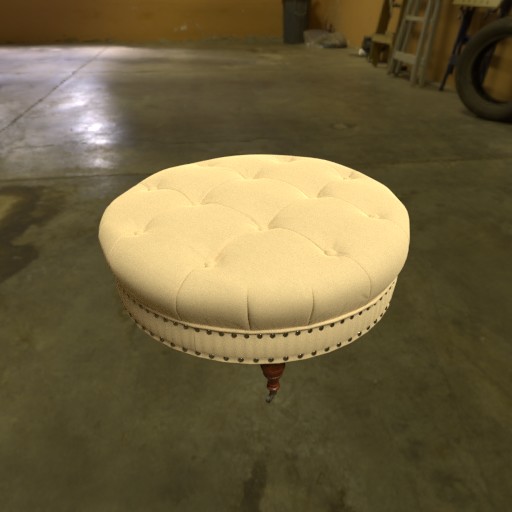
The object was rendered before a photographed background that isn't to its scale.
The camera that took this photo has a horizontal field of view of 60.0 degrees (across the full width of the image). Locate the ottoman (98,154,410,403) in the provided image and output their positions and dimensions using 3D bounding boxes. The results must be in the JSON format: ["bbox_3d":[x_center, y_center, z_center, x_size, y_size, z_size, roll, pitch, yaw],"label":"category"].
[{"bbox_3d":[0.000,0.000,1.390,0.901,0.439,0.901,0,31,0],"label":"ottoman"}]
